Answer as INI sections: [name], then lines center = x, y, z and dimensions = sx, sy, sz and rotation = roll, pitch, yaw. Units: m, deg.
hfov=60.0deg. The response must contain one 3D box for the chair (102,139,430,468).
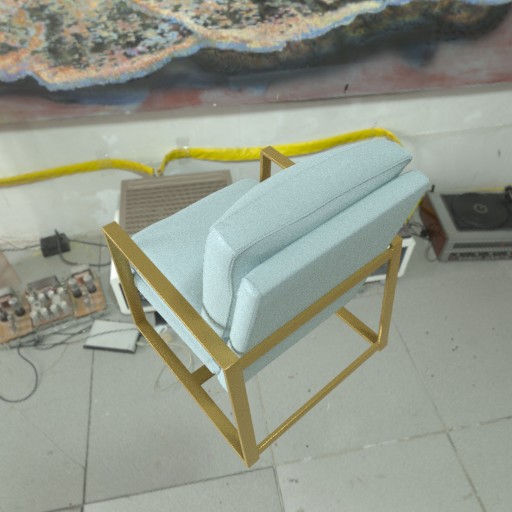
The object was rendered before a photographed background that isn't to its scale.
[chair]
center = 0.000, 0.000, 1.552
dimensions = 0.758, 0.956, 0.813
rotation = -32, 55, -26
